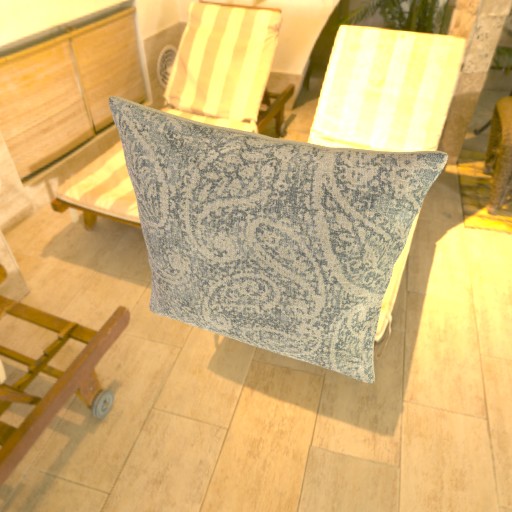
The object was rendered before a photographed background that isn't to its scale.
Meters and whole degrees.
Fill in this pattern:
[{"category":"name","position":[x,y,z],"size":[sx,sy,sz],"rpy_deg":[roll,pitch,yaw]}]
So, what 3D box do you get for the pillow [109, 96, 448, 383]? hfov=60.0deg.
[{"category":"pillow","position":[0.000,0.000,0.801],"size":[0.523,0.510,0.166],"rpy_deg":[15,44,16]}]
